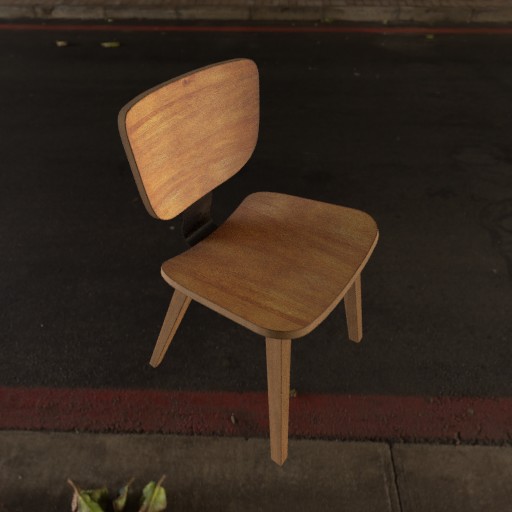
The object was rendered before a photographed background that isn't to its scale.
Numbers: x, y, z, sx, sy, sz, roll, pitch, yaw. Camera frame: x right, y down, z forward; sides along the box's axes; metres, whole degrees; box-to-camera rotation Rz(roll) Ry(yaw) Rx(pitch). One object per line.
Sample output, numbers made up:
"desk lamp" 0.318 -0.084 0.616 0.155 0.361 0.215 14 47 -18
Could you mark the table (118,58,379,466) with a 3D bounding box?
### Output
"table" 0.000 0.000 1.116 0.500 0.805 0.499 24 46 25
